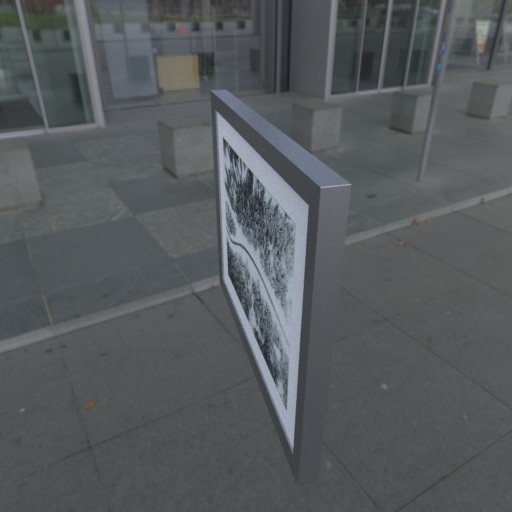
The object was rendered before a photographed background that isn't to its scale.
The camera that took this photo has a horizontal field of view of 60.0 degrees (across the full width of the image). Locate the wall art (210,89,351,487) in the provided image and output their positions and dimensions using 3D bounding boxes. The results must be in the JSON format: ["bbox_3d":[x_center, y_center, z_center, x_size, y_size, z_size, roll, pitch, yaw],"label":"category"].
[{"bbox_3d":[0.000,0.000,0.761,0.032,0.456,0.557,-8,31,-14],"label":"wall art"}]
